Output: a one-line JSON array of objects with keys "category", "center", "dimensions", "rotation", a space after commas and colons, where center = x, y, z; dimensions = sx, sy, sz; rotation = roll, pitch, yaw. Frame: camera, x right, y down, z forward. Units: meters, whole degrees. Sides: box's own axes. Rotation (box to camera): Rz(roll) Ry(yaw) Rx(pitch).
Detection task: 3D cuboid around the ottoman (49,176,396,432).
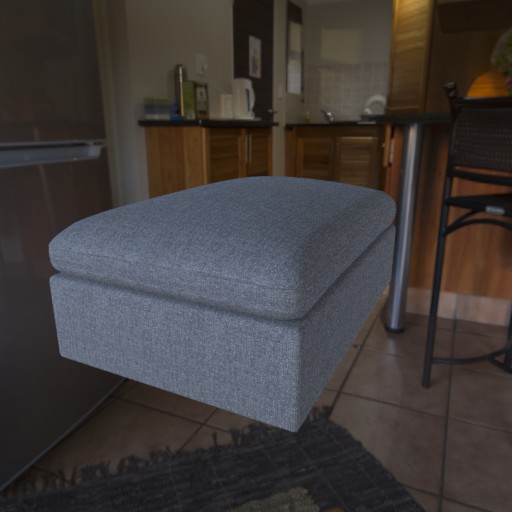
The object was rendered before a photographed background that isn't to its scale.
[{"category": "ottoman", "center": [0.000, 0.000, 1.456], "dimensions": [0.711, 0.483, 1.041], "rotation": [8, 19, 26]}]
